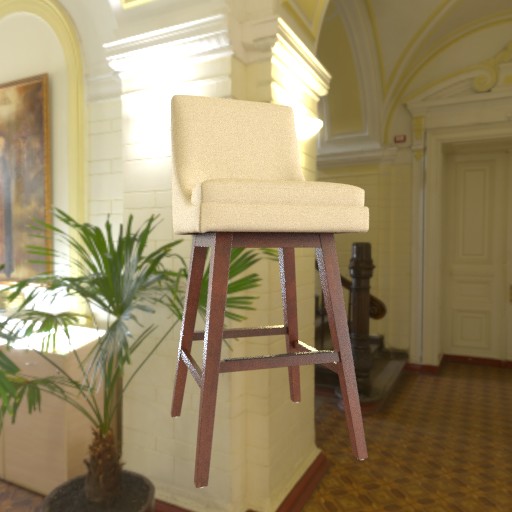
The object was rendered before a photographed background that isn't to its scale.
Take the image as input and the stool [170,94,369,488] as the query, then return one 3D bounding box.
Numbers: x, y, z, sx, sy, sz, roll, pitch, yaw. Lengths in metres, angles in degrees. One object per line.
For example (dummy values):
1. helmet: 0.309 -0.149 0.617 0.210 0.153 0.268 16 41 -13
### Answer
1. stool: 0.000 0.000 1.357 0.470 1.097 0.559 -1 2 -18
